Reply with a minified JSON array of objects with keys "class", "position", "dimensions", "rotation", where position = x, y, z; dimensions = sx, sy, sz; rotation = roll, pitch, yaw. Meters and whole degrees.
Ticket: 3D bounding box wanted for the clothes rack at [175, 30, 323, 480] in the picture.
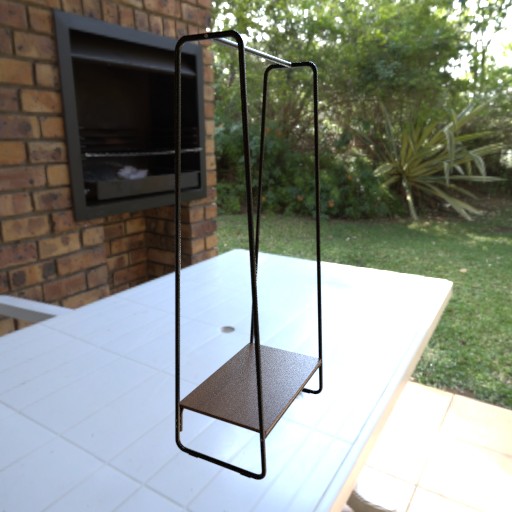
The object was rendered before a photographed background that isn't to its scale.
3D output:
[{"class":"clothes rack","position":[0.000,0.000,1.757],"dimensions":[0.400,1.500,0.640],"rotation":[8,17,26]}]
